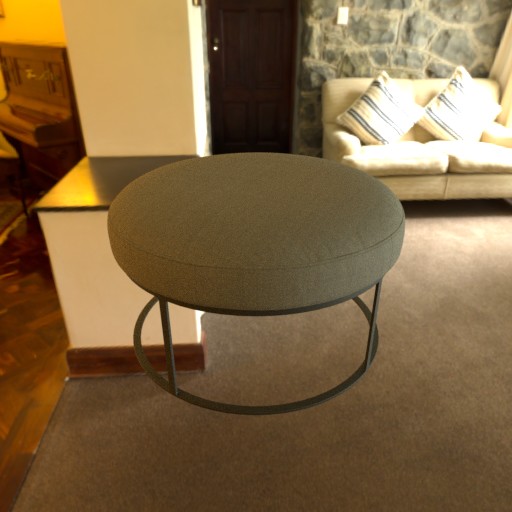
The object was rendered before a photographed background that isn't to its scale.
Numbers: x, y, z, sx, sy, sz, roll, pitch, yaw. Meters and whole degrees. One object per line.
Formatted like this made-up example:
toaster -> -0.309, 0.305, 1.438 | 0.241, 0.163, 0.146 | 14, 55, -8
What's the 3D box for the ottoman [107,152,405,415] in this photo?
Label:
ottoman -> 0.000, 0.000, 1.254 | 0.772, 0.460, 0.772 | 0, 28, 0
